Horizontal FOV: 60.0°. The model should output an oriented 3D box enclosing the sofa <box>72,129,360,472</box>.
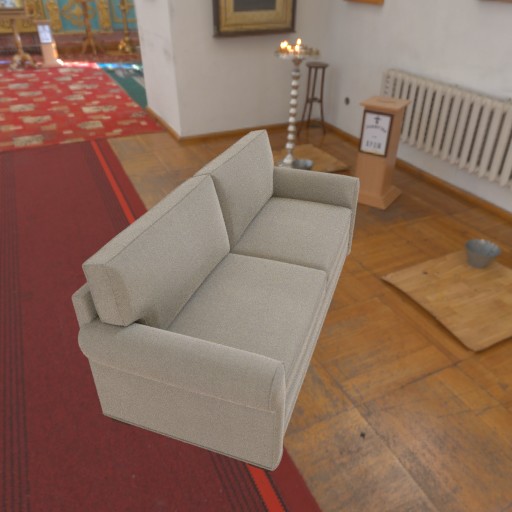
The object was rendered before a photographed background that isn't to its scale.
[{"bbox_3d":[0.000,0.000,2.620,0.901,0.962,2.146,11,33,17],"label":"sofa"}]
